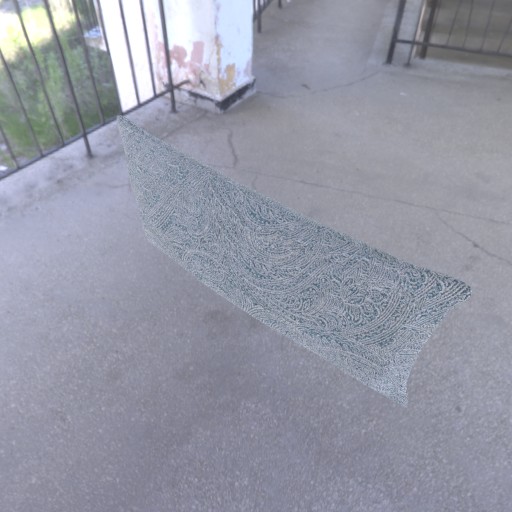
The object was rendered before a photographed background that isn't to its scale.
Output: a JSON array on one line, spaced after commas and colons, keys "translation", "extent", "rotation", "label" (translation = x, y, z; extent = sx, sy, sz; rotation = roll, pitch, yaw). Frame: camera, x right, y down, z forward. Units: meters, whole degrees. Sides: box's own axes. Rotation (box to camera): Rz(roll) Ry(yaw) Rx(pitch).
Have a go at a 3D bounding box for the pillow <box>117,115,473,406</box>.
[{"translation": [0.000, 0.000, 0.727], "extent": [0.615, 0.295, 0.151], "rotation": [30, 53, 26], "label": "pillow"}]
